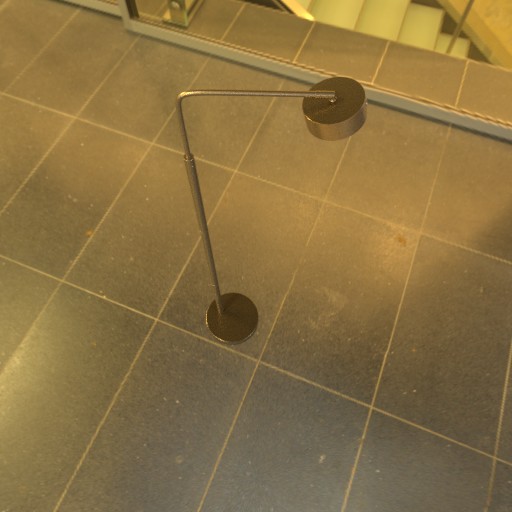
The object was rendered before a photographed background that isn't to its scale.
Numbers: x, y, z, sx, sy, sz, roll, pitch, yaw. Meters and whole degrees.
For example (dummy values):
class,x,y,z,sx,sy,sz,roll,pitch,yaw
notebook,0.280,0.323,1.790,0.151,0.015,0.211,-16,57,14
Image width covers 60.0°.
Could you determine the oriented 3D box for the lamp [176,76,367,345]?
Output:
class,x,y,z,sx,sy,sz,roll,pitch,yaw
lamp,0.000,0.000,1.339,0.418,1.230,0.219,2,63,1
